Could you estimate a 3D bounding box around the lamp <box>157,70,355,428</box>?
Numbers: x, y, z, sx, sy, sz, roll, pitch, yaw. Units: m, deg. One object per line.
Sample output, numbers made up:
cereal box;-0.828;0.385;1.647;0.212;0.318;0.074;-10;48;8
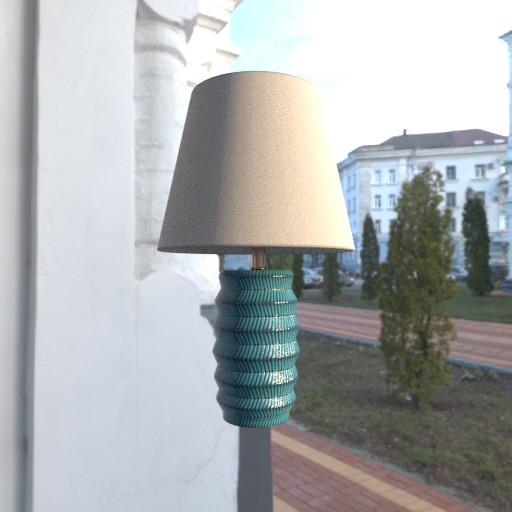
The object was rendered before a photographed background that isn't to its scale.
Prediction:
lamp;0.000;0.000;0.813;0.355;0.582;0.355;0;-2;0
